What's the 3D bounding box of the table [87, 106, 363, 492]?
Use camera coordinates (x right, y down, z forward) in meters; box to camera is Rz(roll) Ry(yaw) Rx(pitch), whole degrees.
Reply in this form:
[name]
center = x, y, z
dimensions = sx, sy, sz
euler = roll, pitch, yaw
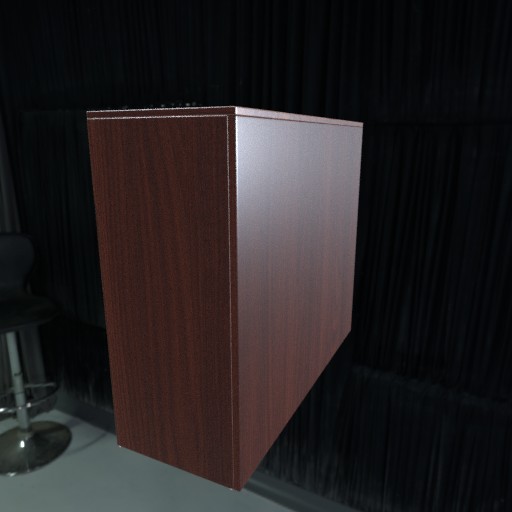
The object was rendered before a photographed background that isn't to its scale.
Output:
[table]
center = 0.000, 0.000, 1.335
dimensions = 0.380, 0.790, 0.930
euler = 7, 16, 25
